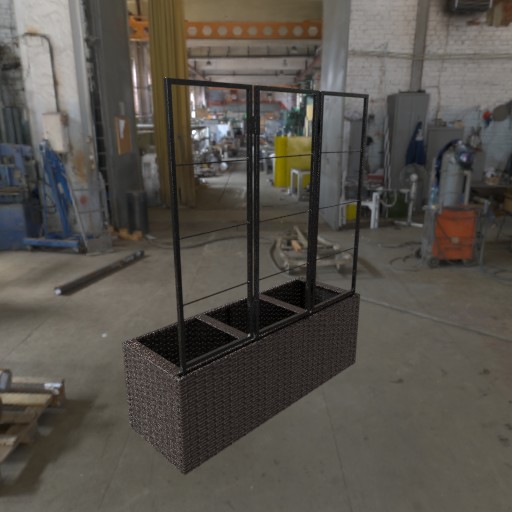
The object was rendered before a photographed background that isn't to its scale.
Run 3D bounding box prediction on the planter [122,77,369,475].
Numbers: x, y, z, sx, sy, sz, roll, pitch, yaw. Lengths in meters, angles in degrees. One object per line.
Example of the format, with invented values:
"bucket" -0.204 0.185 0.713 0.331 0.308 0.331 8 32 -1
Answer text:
"planter" 0.000 0.000 1.198 0.244 0.841 0.699 16 23 43
